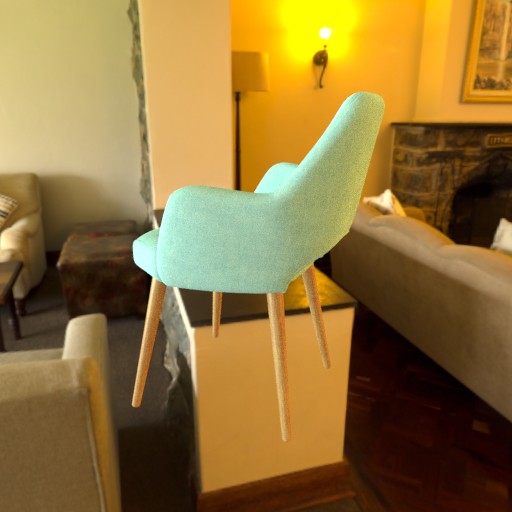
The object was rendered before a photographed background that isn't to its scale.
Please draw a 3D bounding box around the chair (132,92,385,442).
[{"bbox_3d":[0.000,0.000,1.231,0.610,0.840,0.590,8,19,23],"label":"chair"}]
